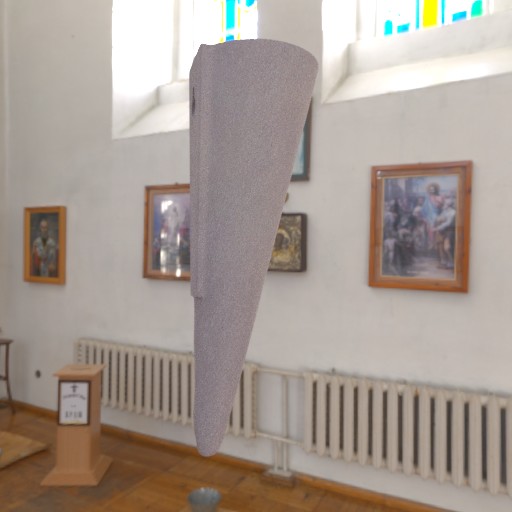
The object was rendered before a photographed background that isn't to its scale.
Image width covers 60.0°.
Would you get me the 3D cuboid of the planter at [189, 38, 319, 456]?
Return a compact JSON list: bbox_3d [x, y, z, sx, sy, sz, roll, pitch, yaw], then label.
[{"bbox_3d":[0.000,0.000,0.301,0.087,0.259,0.078,0,-1,-18],"label":"planter"}]
